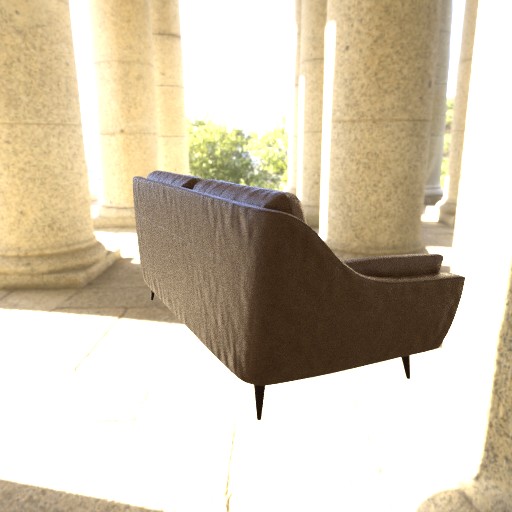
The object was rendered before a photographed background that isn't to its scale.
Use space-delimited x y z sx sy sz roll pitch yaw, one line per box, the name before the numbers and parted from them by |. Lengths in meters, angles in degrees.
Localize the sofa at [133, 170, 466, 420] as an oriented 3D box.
sofa | 0.000 0.000 2.356 0.904 0.839 1.902 -7 16 -27
